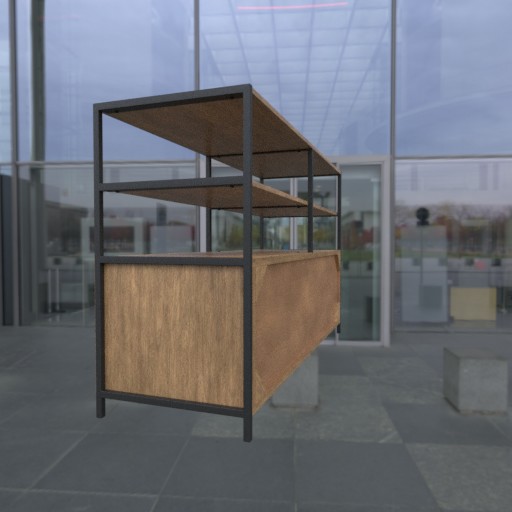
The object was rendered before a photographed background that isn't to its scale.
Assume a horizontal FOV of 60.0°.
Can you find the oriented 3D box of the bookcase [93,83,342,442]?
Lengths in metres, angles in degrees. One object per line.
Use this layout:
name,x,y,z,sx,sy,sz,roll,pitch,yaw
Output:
bookcase,0.000,0.000,1.482,0.391,0.712,1.149,1,2,20
